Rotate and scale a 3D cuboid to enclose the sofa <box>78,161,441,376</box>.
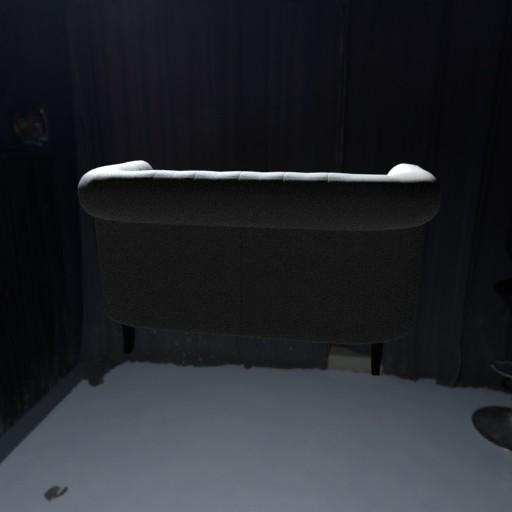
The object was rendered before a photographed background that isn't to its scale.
[{"bbox_3d":[0.000,0.000,2.061,1.558,0.827,0.835,3,16,10],"label":"sofa"}]
